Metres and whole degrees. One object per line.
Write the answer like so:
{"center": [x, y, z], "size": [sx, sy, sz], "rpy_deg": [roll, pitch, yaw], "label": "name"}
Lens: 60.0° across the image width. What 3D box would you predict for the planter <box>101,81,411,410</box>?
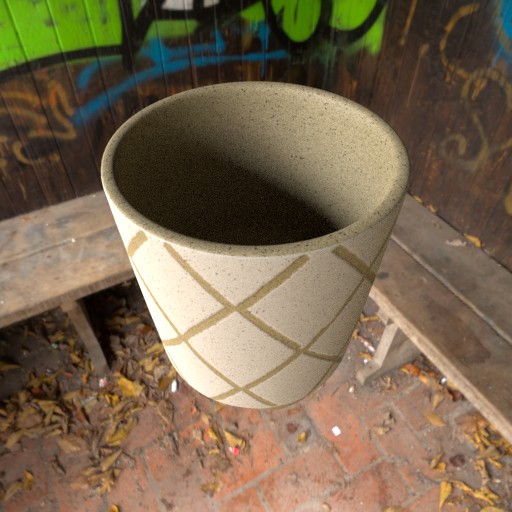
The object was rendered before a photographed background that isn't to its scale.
{"center": [0.000, 0.000, 0.417], "size": [0.228, 0.235, 0.228], "rpy_deg": [0, 46, 0], "label": "planter"}
